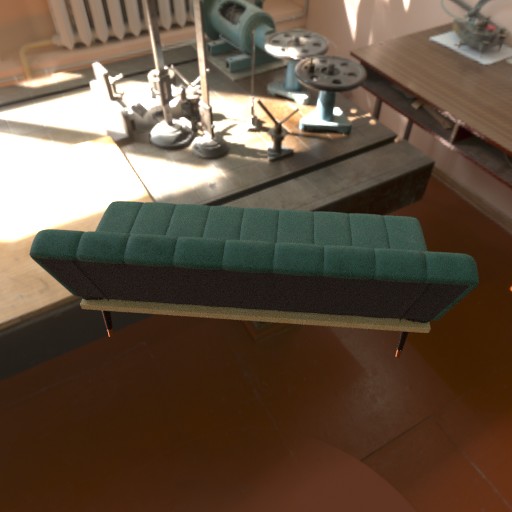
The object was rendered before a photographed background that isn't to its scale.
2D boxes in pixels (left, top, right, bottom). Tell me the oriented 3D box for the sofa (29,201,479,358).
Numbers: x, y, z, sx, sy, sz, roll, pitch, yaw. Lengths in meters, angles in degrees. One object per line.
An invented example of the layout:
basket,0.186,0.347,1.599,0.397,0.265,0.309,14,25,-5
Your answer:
sofa,0.000,0.000,2.305,1.810,0.820,0.830,4,47,3
